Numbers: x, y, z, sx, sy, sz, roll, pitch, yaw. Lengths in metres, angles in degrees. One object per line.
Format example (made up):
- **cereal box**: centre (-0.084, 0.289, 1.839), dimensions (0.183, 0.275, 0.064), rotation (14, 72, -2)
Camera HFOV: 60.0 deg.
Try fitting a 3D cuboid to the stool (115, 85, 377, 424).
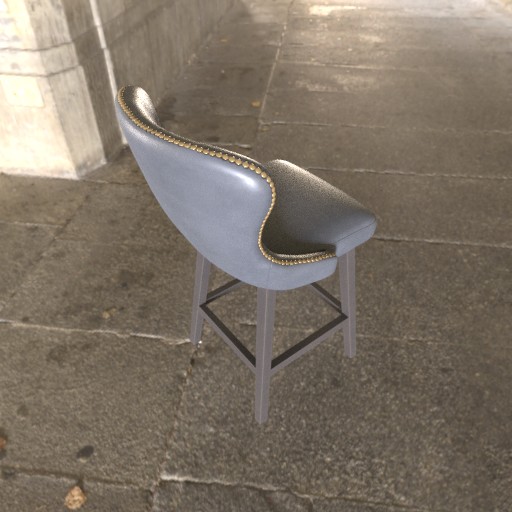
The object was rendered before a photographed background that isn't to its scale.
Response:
- **stool**: centre (0.000, 0.000, 1.289), dimensions (0.593, 0.971, 0.528), rotation (-27, 48, -28)
